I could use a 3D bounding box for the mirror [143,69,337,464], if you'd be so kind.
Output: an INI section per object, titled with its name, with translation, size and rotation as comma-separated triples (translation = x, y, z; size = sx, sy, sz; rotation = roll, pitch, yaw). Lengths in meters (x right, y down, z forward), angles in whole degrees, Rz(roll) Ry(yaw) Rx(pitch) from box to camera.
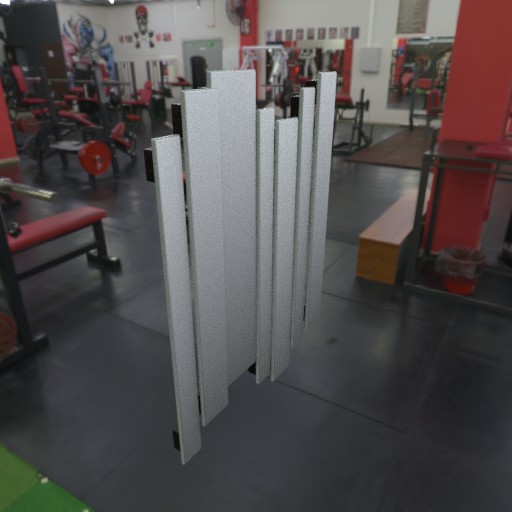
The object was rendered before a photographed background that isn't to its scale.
[mirror]
translation = 0.000, 0.000, 0.787
size = 0.058, 0.611, 0.445
rotation = 16, 29, 31
